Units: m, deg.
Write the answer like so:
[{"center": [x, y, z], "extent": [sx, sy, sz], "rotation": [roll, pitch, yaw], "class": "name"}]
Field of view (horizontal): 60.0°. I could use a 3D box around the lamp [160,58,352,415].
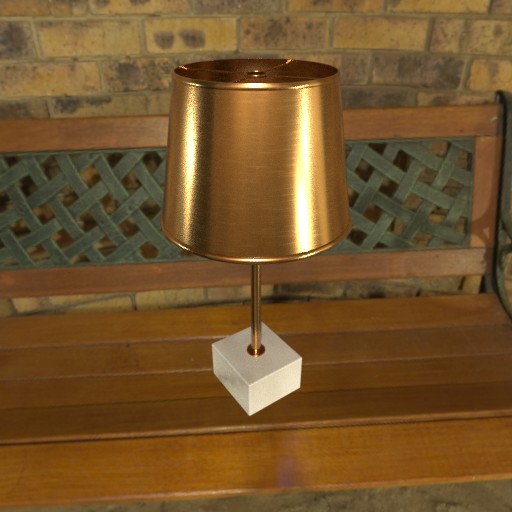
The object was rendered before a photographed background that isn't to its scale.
[{"center": [0.000, 0.000, 0.517], "extent": [0.208, 0.406, 0.208], "rotation": [0, 31, 0], "class": "lamp"}]
